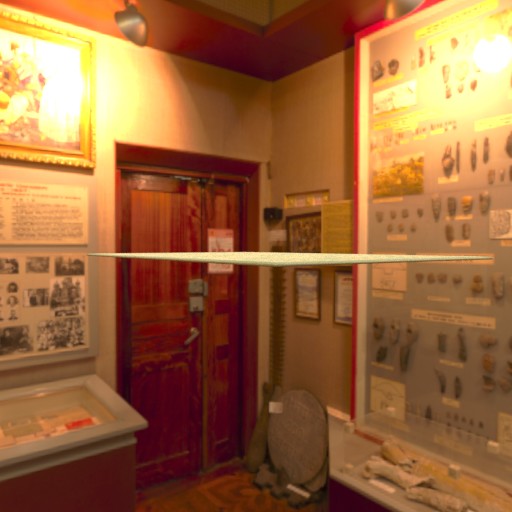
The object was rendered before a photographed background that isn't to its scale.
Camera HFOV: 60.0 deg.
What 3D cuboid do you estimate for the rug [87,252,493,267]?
[{"bbox_3d":[0.000,0.000,3.453,1.819,0.018,2.746,-1,2,-36],"label":"rug"}]
